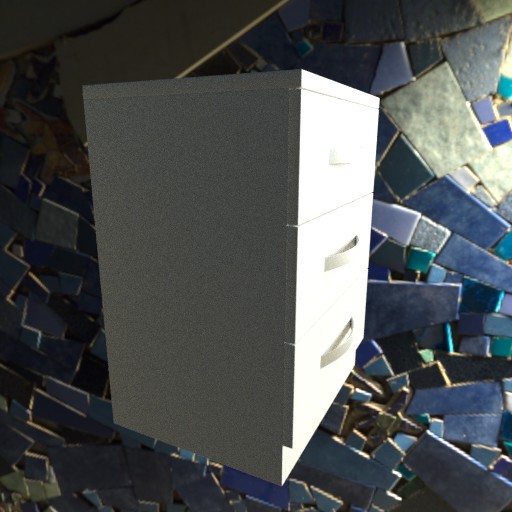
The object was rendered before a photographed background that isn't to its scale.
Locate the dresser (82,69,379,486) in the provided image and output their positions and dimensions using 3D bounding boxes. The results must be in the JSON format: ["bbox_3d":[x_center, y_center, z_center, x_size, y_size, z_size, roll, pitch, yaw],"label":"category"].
[{"bbox_3d":[0.000,0.000,0.804,0.360,0.560,0.400,7,16,26],"label":"dresser"}]
